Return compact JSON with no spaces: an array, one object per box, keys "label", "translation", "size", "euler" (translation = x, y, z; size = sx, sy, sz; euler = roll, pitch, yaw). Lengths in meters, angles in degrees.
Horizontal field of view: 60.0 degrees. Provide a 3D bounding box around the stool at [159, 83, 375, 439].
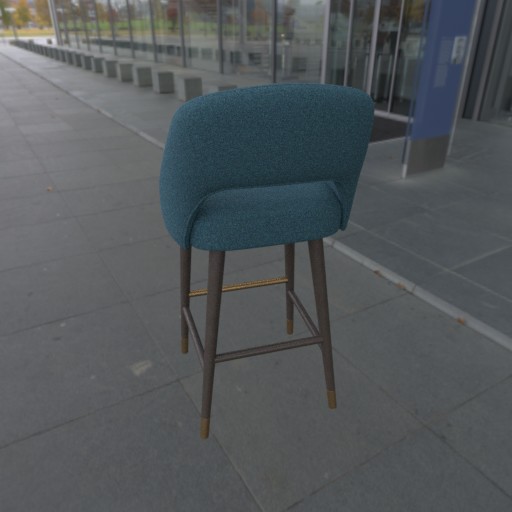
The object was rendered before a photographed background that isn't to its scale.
[{"label":"stool","translation":[0.000,0.000,1.346],"size":[0.536,1.032,0.522],"euler":[-8,28,-14]}]
